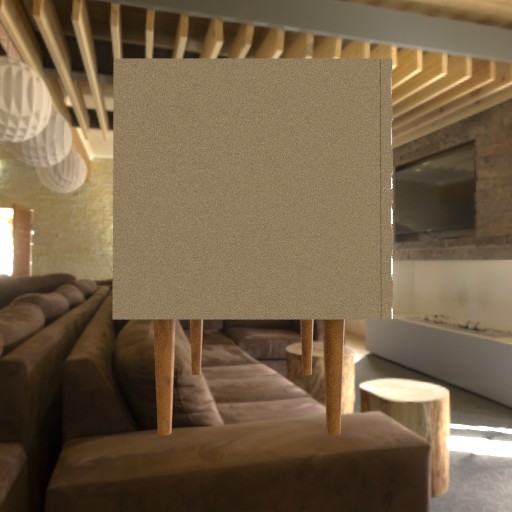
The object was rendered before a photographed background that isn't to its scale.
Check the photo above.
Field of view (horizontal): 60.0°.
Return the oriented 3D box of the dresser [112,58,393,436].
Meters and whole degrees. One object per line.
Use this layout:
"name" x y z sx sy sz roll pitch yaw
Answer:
"dresser" 0.000 0.000 0.891 0.414 0.568 0.503 0 -1 0
